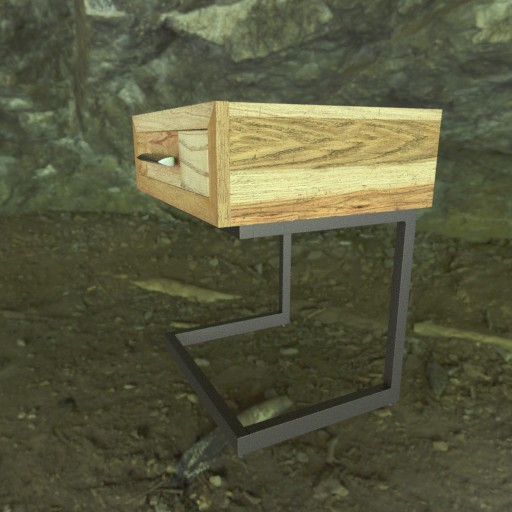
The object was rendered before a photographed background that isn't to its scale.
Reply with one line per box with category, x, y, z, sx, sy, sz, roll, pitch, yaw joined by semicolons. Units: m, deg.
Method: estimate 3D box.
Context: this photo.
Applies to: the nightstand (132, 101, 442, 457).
nightstand;0.000;0.000;1.026;0.481;0.632;0.558;-8;17;-26
